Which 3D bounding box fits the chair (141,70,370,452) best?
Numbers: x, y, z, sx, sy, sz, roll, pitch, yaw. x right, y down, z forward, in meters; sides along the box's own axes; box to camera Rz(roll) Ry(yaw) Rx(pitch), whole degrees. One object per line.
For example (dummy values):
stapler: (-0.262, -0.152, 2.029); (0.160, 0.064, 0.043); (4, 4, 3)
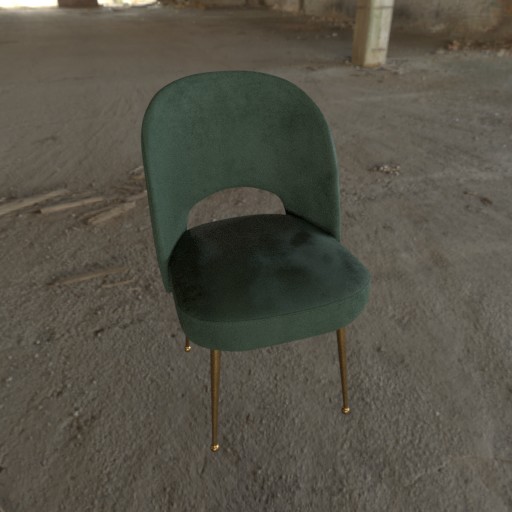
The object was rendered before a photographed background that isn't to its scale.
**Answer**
chair: (0.000, 0.000, 1.216); (0.527, 0.860, 0.577); (-10, 33, -15)
